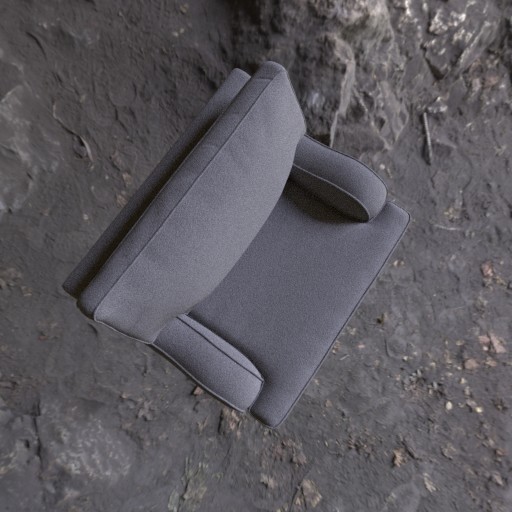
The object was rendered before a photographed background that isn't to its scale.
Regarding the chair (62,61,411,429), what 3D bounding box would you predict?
[{"bbox_3d":[0.000,0.000,2.055,1.040,1.016,1.220,34,79,7],"label":"chair"}]
